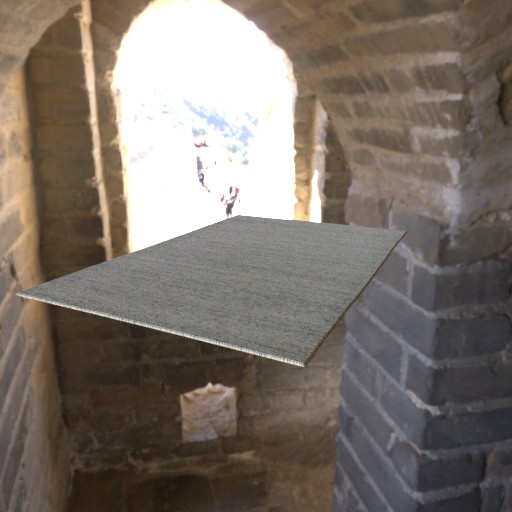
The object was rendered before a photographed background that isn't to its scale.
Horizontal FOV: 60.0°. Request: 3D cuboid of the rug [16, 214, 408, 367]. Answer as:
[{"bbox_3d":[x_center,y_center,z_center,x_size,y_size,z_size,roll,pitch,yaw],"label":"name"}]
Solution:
[{"bbox_3d":[0.000,0.000,2.819,1.523,0.017,2.263,8,18,26],"label":"rug"}]
